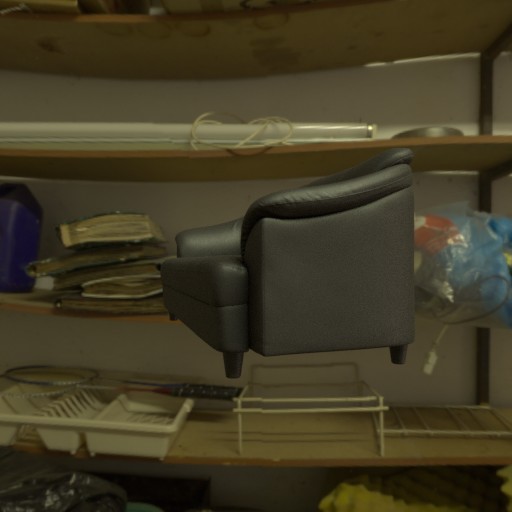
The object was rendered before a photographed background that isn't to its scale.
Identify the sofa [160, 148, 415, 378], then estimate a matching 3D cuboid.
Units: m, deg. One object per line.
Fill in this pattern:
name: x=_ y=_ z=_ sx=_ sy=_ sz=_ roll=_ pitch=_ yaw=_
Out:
sofa: x=0.000 y=0.000 z=2.247 sx=0.800 sy=0.811 sz=1.829 roll=0 pitch=-1 yaw=-18
